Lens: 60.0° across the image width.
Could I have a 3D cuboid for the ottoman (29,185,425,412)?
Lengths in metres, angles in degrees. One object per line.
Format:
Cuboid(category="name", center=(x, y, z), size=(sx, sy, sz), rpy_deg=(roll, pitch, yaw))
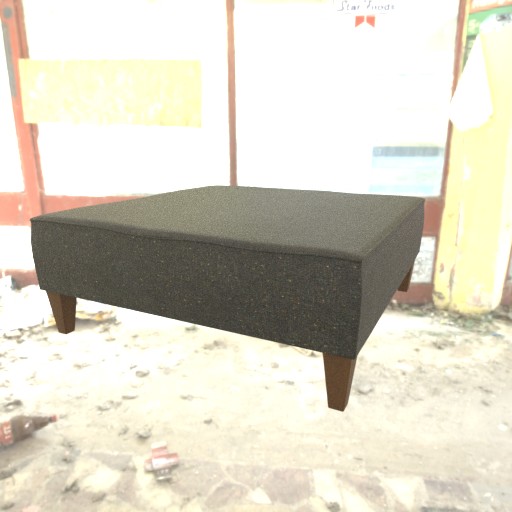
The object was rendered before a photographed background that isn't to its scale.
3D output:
Cuboid(category="ottoman", center=(0.000, 0.000, 1.528), size=(0.968, 0.382, 1.004), rpy_deg=(8, 17, 26))
